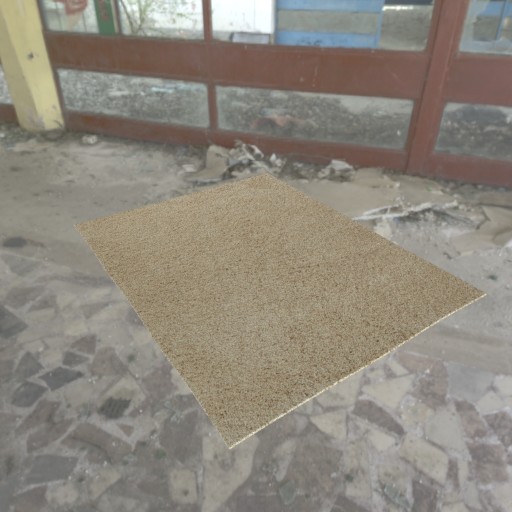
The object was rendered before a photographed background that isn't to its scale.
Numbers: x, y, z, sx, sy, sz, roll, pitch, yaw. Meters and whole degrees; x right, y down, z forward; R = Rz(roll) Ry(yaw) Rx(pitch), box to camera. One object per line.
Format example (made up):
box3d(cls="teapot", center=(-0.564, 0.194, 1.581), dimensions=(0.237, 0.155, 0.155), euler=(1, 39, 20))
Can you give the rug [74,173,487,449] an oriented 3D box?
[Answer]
box3d(cls="rug", center=(0.000, 0.000, 4.002), dimensions=(2.400, 0.025, 3.000), euler=(-20, 38, -28))
